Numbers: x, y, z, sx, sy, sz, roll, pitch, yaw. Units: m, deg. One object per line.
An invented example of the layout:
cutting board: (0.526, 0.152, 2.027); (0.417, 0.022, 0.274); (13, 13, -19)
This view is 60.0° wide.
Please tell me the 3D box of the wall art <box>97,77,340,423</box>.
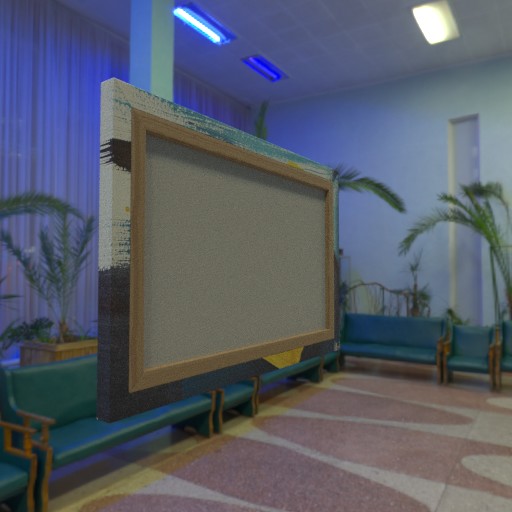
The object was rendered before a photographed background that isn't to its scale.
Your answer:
wall art: (0.000, 0.000, 1.160); (0.039, 0.610, 0.914); (-2, -3, 36)
